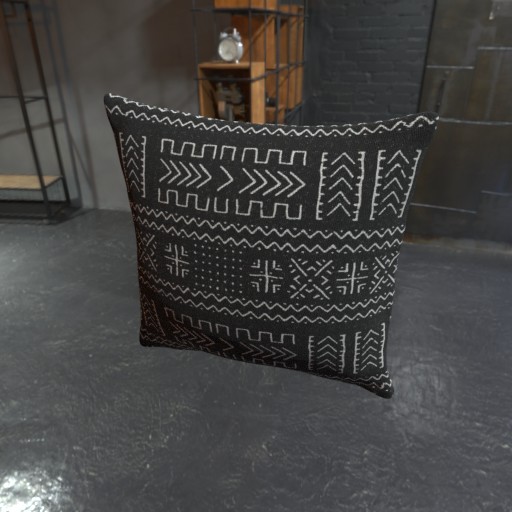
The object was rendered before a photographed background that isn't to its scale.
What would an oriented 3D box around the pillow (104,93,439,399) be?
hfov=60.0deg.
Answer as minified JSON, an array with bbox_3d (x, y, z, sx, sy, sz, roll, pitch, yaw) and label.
[{"bbox_3d":[0.000,0.000,0.641,0.438,0.430,0.164,8,28,16],"label":"pillow"}]
